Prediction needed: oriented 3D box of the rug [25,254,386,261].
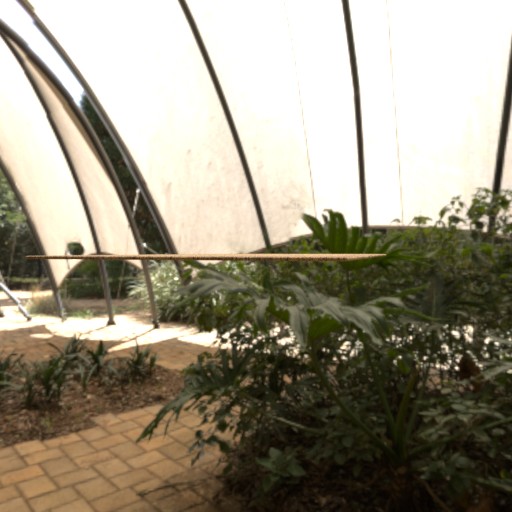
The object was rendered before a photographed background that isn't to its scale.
[{"bbox_3d":[0.000,0.000,2.360,1.243,0.014,1.846,0,1,20],"label":"rug"}]
